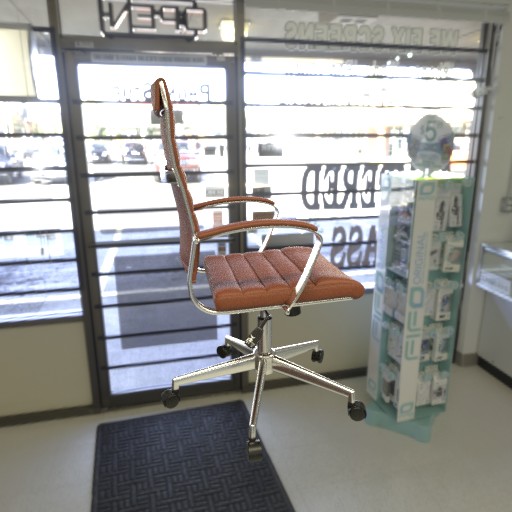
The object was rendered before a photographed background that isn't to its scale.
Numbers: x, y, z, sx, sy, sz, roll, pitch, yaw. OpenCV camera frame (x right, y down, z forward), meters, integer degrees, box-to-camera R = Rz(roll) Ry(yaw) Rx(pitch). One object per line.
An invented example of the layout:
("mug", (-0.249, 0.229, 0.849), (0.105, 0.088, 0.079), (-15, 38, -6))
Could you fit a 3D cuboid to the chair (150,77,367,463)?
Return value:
("chair", (0.000, 0.000, 1.612), (0.739, 1.149, 0.766), (-3, 15, -11))
